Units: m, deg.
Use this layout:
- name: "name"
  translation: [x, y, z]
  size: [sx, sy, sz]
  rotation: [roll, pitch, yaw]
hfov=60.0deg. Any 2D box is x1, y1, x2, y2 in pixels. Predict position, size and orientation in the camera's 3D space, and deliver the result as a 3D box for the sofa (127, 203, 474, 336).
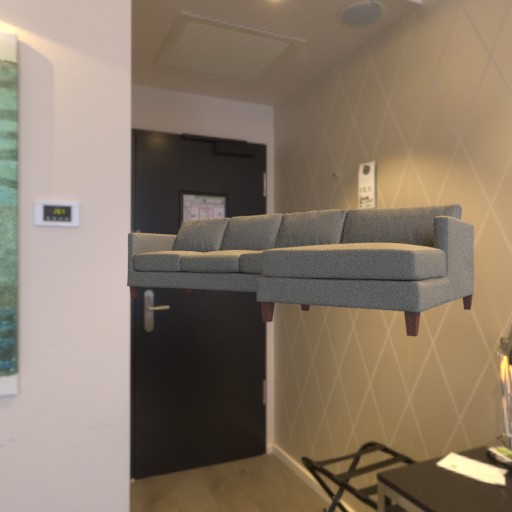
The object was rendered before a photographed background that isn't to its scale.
- name: "sofa"
  translation: [0.000, 0.000, 3.830]
  size: [3.186, 0.861, 1.625]
  rotation: [0, -1, 36]
